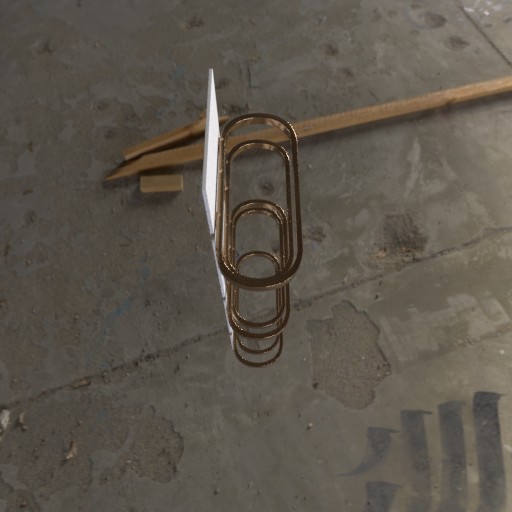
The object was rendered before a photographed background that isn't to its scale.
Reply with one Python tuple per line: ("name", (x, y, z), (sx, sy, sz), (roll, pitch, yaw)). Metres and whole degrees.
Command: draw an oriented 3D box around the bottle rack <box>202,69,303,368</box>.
("bottle rack", (0.000, 0.000, 0.837), (0.118, 0.709, 0.332), (0, 64, 0))
